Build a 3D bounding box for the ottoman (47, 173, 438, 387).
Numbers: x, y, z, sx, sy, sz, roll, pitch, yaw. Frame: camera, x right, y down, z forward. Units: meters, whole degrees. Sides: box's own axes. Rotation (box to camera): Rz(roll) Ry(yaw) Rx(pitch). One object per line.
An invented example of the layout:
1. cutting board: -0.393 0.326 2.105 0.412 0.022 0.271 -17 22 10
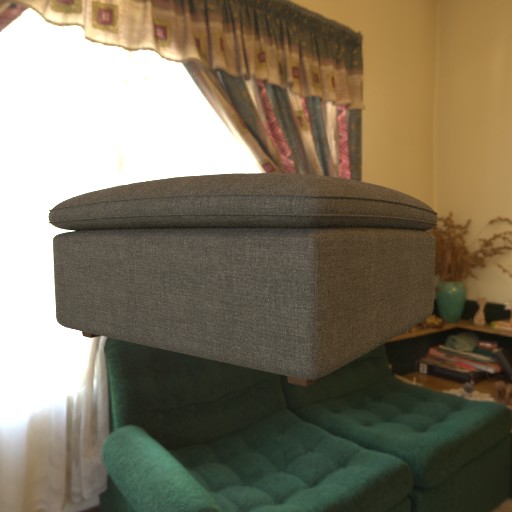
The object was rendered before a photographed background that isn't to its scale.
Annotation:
1. ottoman: 0.000 0.000 1.653 1.067 0.559 1.067 2 3 36
